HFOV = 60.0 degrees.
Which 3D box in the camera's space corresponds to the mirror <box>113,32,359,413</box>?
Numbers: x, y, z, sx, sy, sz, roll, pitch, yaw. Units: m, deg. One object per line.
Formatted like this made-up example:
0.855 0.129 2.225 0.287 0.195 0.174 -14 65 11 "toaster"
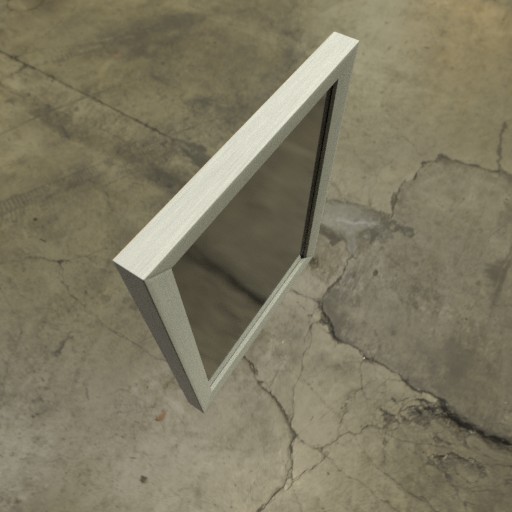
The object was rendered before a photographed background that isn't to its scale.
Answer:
0.000 0.000 0.684 0.041 0.508 0.405 29 63 17 "mirror"
